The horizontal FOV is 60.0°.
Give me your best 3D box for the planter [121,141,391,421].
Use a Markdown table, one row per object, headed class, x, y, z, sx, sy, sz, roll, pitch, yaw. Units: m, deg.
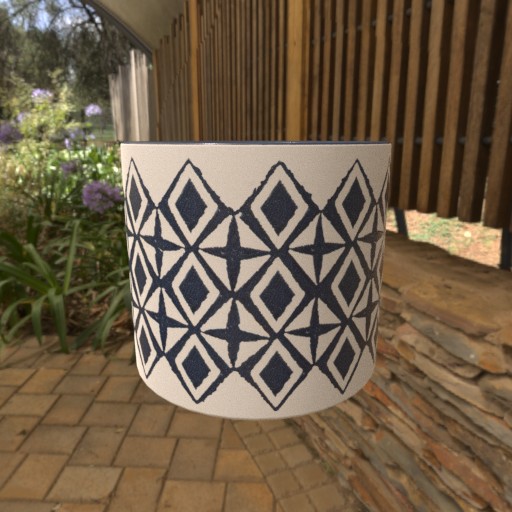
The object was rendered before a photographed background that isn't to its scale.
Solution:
| class | x | y | z | sx | sy | sz | roll | pitch | yaw |
| --- | --- | --- | --- | --- | --- | --- | --- | --- | --- |
| planter | 0.000 | 0.000 | 0.405 | 0.224 | 0.203 | 0.224 | 0 | 15 | 0 |
